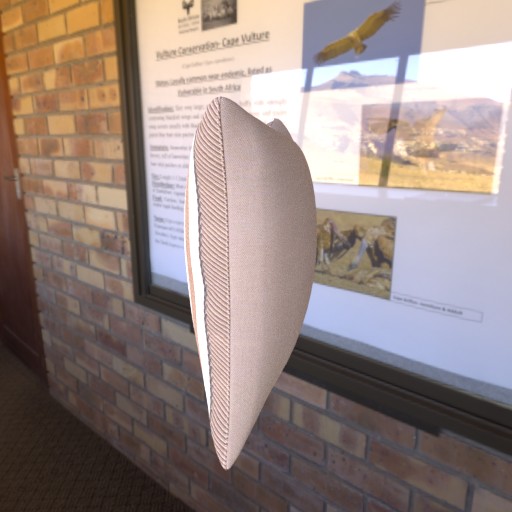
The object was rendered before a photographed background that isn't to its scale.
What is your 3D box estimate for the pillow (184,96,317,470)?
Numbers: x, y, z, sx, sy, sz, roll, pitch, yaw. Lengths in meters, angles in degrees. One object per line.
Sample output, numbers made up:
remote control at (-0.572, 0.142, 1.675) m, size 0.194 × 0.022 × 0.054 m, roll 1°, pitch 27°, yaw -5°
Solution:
pillow at (0.000, 0.000, 0.641) m, size 0.173 × 0.401 × 0.416 m, roll 2°, pitch 15°, yaw 9°
